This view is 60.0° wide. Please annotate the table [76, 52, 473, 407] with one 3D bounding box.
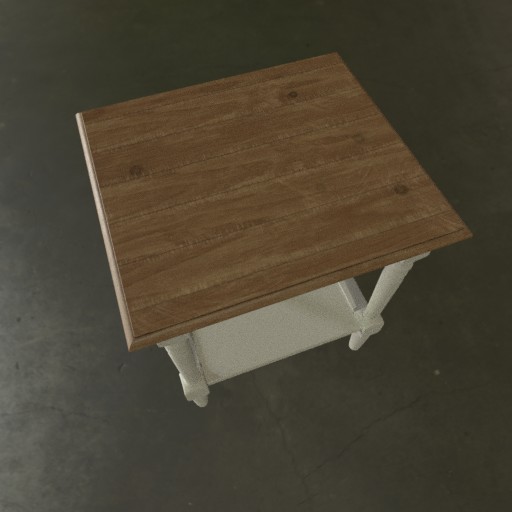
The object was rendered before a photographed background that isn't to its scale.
[{"bbox_3d":[0.000,0.000,0.942,0.508,0.561,0.457,-17,60,-10],"label":"table"}]
